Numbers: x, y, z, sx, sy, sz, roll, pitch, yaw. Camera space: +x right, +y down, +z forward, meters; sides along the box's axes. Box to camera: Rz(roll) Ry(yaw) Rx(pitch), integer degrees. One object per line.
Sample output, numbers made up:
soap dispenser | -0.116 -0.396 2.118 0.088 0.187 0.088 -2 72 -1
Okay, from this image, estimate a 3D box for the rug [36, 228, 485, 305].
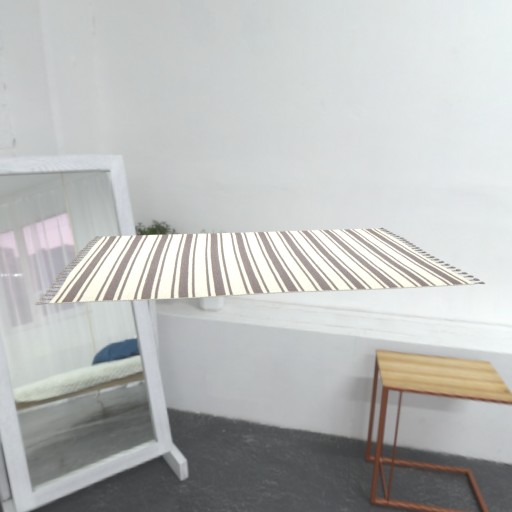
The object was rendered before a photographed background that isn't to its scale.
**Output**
rug | 0.000 0.000 2.592 2.096 0.011 1.229 -2 16 -7
